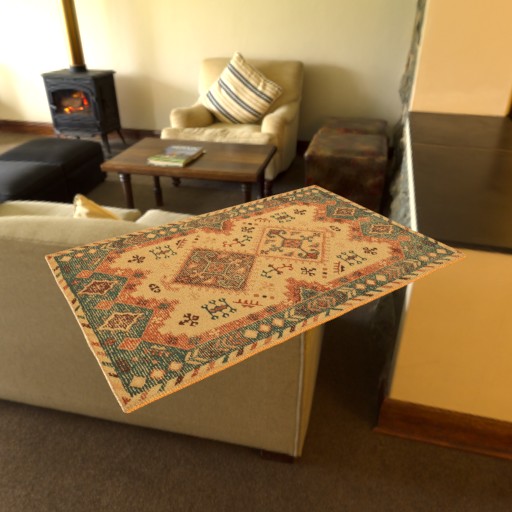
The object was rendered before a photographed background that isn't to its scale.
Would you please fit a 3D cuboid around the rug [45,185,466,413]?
[{"bbox_3d":[0.000,0.000,2.306,1.840,0.015,1.225,-18,35,-29],"label":"rug"}]
